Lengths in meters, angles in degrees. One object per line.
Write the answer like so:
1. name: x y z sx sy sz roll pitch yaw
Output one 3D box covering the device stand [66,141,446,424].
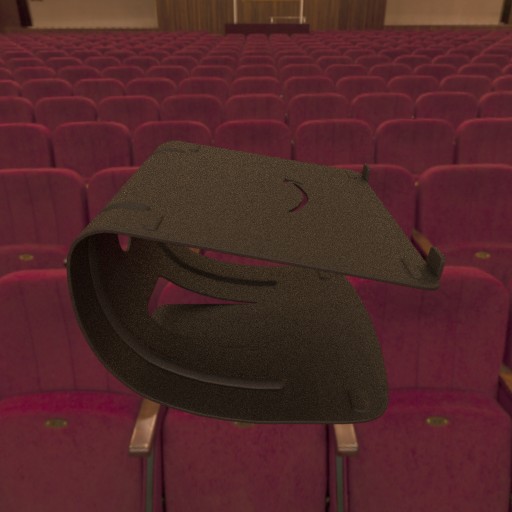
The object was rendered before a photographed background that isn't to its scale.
1. device stand: 0.000 0.000 0.400 0.236 0.155 0.256 0 27 0
